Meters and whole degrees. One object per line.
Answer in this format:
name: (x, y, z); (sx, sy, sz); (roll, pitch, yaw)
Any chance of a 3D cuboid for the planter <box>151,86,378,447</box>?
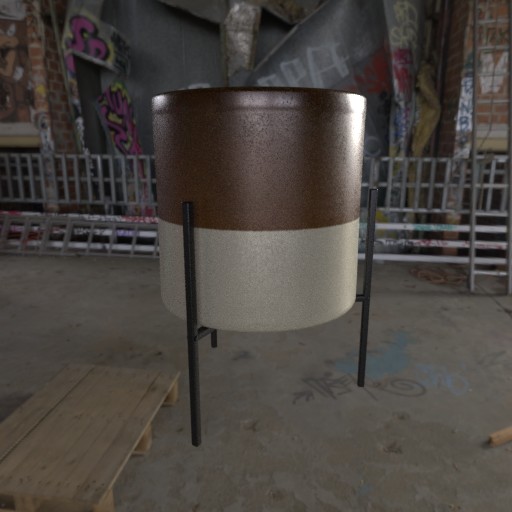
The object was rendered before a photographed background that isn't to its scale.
planter: (0.000, 0.000, 0.556); (0.255, 0.375, 0.269); (8, 16, 27)
